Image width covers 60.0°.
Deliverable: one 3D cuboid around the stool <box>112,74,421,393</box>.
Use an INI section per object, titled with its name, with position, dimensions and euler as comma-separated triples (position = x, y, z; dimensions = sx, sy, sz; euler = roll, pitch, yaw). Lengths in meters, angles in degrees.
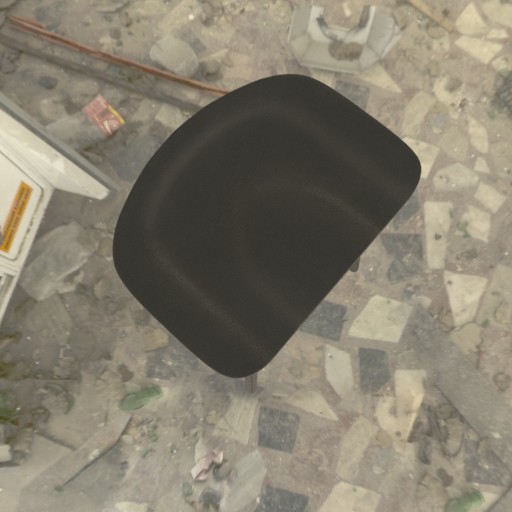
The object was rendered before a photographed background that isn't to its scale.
[stool]
position = 0.000, 0.000, 0.883
dimensions = 0.361, 0.615, 0.440
euler = 41, 79, 9
